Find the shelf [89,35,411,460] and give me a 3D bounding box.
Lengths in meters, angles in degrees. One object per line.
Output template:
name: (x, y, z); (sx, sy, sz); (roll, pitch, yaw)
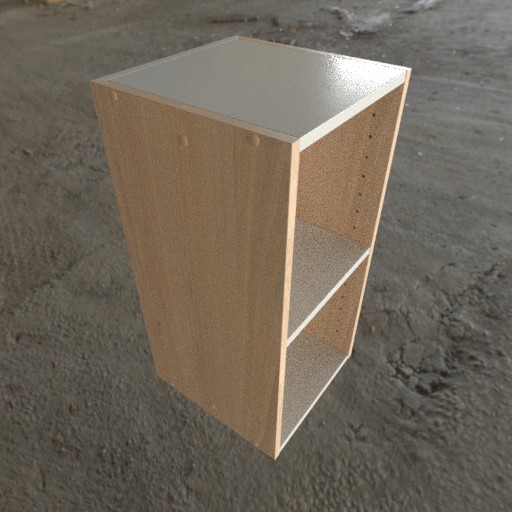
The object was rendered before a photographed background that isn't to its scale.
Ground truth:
shelf: (0.000, 0.000, 0.750); (0.297, 0.594, 0.290); (25, 45, 28)
